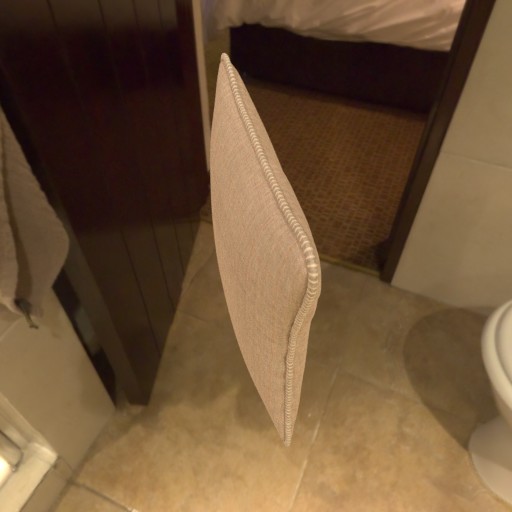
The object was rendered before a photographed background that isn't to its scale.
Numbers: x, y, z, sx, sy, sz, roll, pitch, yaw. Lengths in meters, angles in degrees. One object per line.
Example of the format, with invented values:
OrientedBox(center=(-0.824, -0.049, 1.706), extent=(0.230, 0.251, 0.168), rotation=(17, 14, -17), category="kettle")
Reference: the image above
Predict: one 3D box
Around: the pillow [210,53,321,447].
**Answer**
OrientedBox(center=(0.000, 0.000, 0.739), extent=(0.124, 0.494, 0.485), rotation=(-10, 49, -9), category="pillow")
